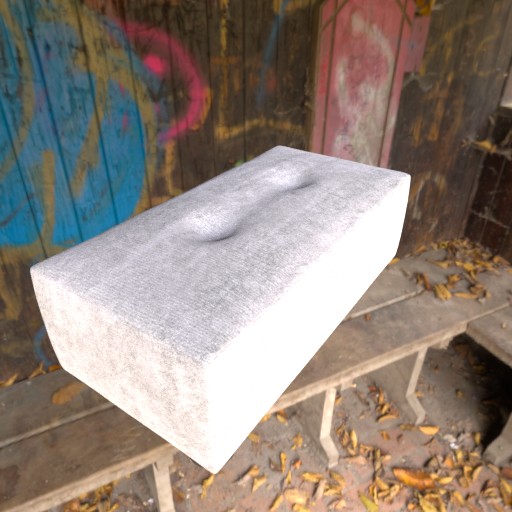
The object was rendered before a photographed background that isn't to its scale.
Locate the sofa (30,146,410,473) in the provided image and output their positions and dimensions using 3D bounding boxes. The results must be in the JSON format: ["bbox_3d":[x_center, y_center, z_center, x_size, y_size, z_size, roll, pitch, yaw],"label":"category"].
[{"bbox_3d":[0.000,0.000,1.140,0.480,0.330,0.930,20,38,29],"label":"sofa"}]
